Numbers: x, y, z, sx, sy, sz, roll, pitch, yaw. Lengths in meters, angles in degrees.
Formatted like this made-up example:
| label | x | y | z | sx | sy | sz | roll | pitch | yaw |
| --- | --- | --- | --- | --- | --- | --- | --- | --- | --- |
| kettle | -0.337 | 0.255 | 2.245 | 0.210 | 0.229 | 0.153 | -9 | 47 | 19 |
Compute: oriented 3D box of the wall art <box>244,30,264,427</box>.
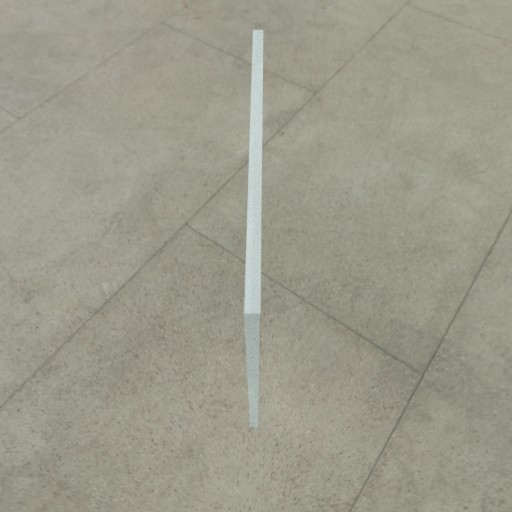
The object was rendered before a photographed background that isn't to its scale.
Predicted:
| label | x | y | z | sx | sy | sz | roll | pitch | yaw |
| --- | --- | --- | --- | --- | --- | --- | --- | --- | --- |
| wall art | 0.000 | 0.000 | 1.015 | 0.021 | 0.710 | 0.609 | 1 | 58 | 0 |
